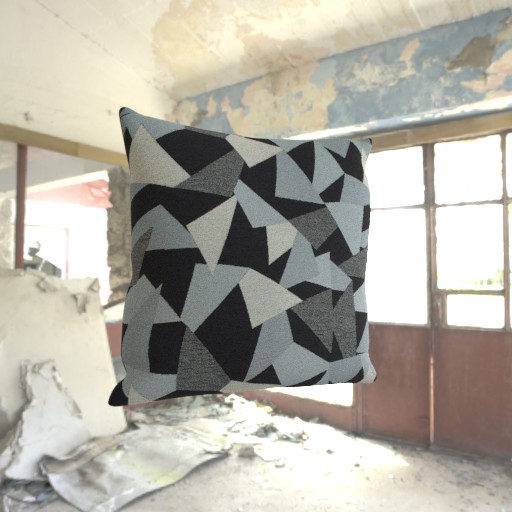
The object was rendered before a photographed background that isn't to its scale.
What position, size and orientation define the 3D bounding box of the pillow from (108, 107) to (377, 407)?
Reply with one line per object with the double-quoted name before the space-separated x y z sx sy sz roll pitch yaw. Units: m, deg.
"pillow" 0.000 0.000 0.802 0.503 0.496 0.208 1 -2 -18
